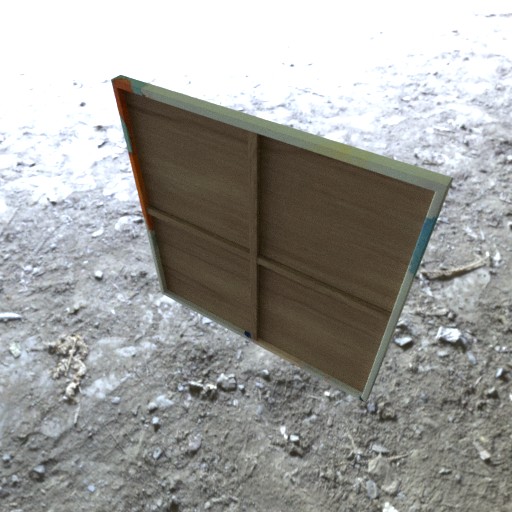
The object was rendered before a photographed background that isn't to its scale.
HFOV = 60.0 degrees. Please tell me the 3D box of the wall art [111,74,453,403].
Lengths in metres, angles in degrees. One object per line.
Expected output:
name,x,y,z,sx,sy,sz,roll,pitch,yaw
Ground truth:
wall art,0.000,0.000,1.529,1.017,1.017,0.044,24,50,22
